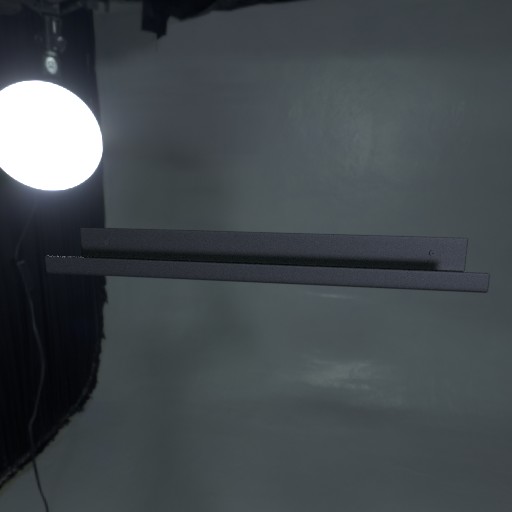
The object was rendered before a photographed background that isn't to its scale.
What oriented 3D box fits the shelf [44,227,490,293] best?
[{"bbox_3d":[0.000,0.000,0.644,0.605,0.053,0.102,2,13,9],"label":"shelf"}]
